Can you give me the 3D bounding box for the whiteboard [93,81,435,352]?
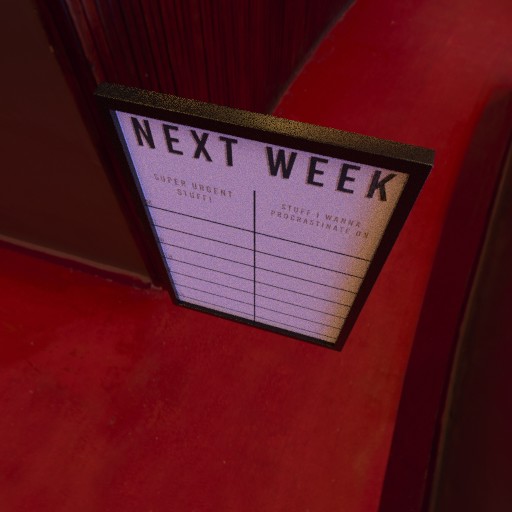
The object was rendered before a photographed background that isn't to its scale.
[{"bbox_3d":[0.000,0.000,0.774,0.406,0.611,0.026,14,60,9],"label":"whiteboard"}]
